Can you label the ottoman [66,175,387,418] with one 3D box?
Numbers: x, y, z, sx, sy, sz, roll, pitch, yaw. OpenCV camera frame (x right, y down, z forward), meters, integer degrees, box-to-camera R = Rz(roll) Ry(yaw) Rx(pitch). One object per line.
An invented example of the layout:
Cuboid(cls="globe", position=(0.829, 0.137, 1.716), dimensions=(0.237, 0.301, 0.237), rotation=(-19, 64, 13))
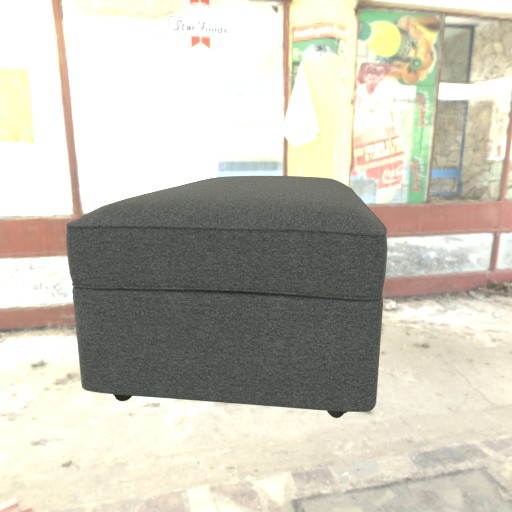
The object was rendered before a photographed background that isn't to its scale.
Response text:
Cuboid(cls="ottoman", position=(0.000, 0.000, 1.486), dimensions=(0.681, 0.494, 1.173), rotation=(2, 13, 8))
